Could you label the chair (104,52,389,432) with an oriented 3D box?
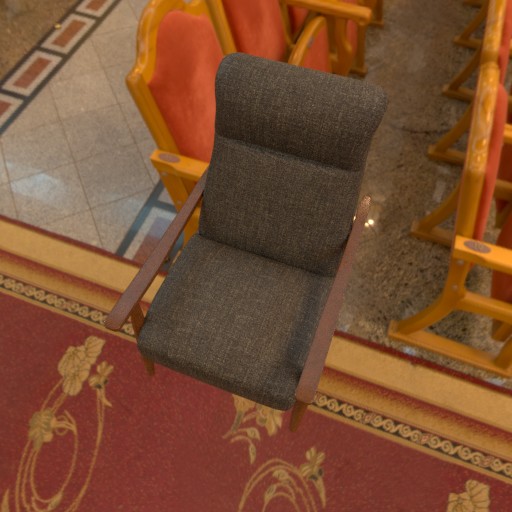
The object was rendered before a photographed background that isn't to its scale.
[{"bbox_3d":[0.000,0.000,1.789,0.762,1.082,1.014,18,60,11],"label":"chair"}]
